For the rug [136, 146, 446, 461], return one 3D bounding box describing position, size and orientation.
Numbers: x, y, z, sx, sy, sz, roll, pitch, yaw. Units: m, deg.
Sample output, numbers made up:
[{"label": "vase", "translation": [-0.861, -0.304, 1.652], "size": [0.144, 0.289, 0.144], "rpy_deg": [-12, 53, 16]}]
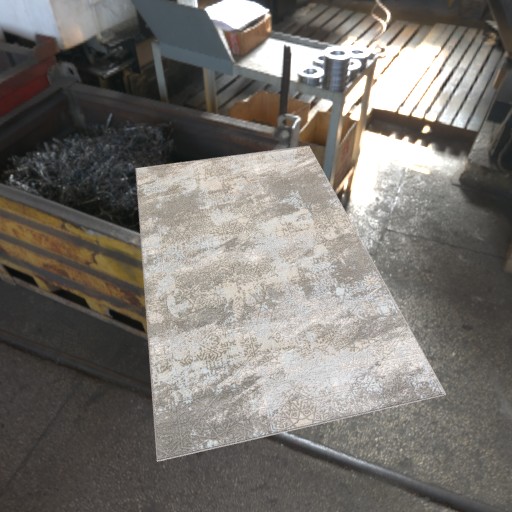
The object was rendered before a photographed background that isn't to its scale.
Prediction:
[{"label": "rug", "translation": [0.000, 0.000, 3.065], "size": [1.536, 0.012, 2.431], "rpy_deg": [-9, 48, -9]}]
